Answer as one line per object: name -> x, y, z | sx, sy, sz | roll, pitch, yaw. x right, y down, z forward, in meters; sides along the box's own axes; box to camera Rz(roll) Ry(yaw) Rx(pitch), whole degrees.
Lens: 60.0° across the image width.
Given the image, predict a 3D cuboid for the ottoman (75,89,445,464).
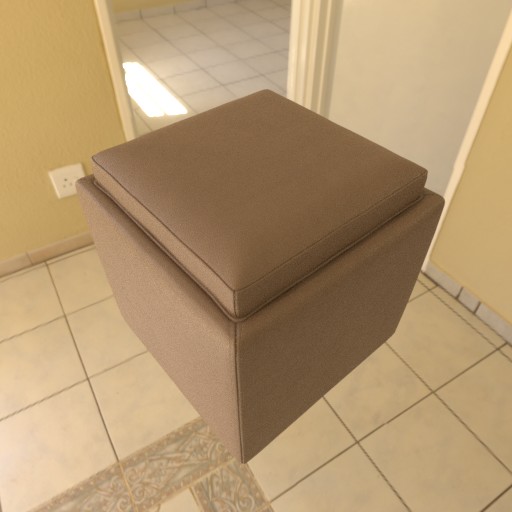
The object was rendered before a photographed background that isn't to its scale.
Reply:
ottoman -> 0.000, 0.000, 0.835 | 0.451, 0.460, 0.450 | -31, 53, -27
